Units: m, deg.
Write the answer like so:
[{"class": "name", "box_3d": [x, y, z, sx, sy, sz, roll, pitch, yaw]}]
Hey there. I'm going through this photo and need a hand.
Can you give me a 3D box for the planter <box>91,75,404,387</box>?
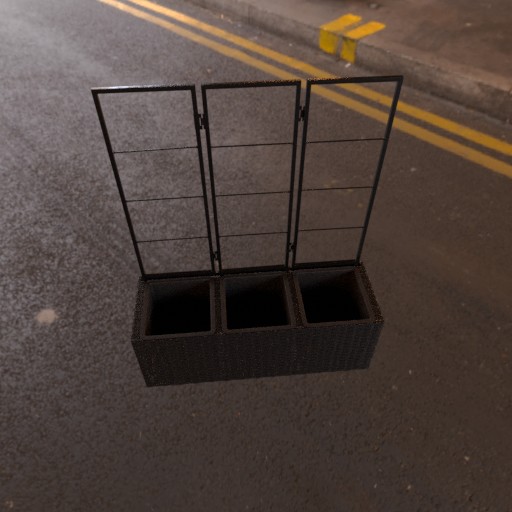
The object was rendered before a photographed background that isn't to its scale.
[{"class": "planter", "box_3d": [0.000, 0.000, 1.167, 0.698, 0.841, 0.244, -4, 45, -4]}]
